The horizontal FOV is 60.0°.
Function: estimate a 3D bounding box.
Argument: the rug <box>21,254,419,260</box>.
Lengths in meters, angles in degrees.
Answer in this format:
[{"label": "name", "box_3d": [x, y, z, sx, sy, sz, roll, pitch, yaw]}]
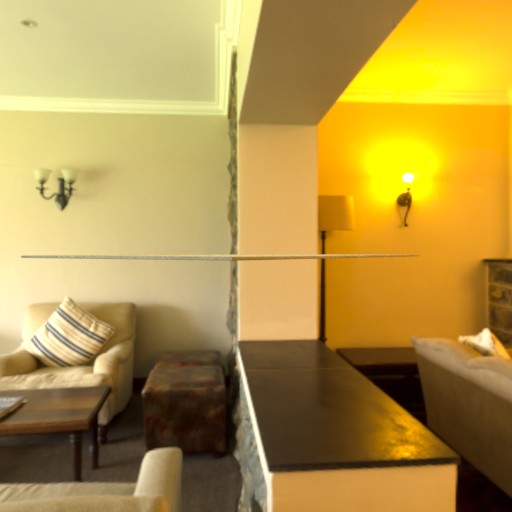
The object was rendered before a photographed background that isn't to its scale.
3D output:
[{"label": "rug", "box_3d": [0.000, 0.000, 3.047, 1.524, 0.014, 2.438, 0, 1, 35]}]
